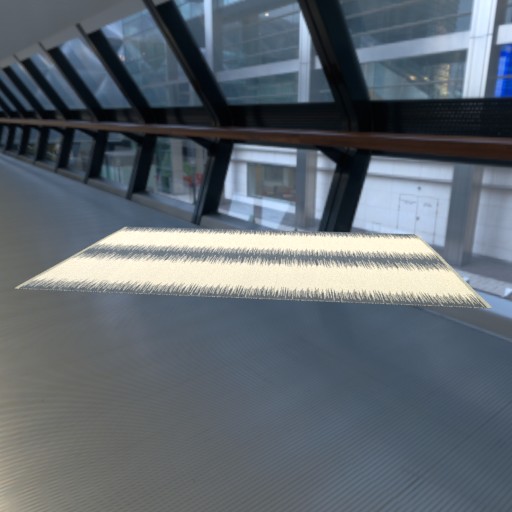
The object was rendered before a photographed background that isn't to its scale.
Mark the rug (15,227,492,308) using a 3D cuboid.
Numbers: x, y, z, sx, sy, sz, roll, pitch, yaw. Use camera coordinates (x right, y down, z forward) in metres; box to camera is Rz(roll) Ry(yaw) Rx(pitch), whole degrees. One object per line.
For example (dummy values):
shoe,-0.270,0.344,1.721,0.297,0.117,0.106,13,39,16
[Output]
rug,0.000,0.000,2.969,2.453,0.003,1.519,2,16,6
